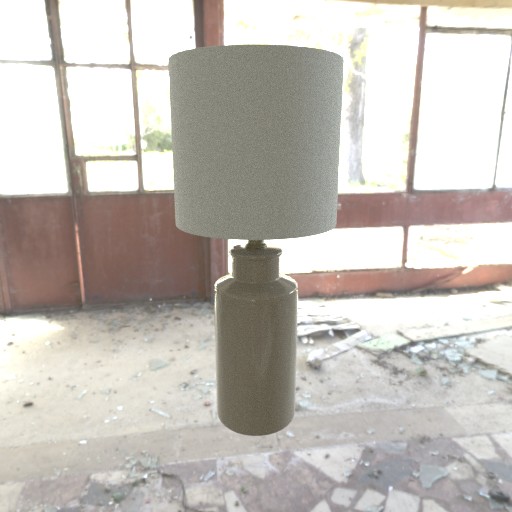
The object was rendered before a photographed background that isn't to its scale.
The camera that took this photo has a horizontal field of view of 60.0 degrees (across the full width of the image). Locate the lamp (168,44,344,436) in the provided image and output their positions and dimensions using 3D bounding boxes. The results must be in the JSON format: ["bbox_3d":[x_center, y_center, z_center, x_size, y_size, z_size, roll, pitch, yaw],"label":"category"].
[{"bbox_3d":[0.000,0.000,0.606,0.212,0.493,0.212,8,17,27],"label":"lamp"}]
